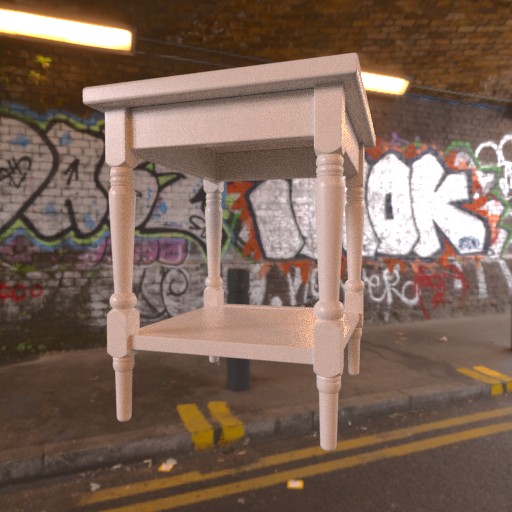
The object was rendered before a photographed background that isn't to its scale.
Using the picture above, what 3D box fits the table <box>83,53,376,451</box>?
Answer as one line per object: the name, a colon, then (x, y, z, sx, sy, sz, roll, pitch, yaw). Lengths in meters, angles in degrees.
table: (0.000, 0.000, 0.899, 0.442, 0.565, 0.488, 1, 2, 18)
